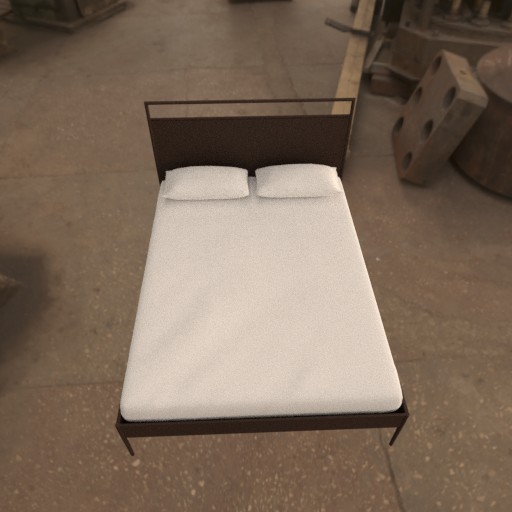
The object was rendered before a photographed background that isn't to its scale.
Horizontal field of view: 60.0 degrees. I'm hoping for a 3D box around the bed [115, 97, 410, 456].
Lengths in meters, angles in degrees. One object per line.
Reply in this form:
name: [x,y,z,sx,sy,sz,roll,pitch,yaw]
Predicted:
bed: [0.000,0.000,2.970,1.572,1.173,2.122,-2,46,-2]
